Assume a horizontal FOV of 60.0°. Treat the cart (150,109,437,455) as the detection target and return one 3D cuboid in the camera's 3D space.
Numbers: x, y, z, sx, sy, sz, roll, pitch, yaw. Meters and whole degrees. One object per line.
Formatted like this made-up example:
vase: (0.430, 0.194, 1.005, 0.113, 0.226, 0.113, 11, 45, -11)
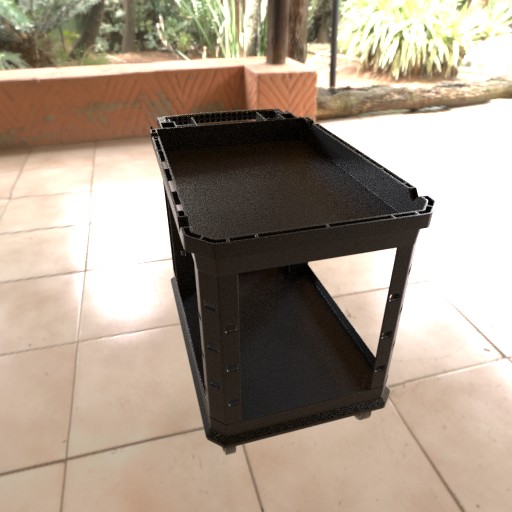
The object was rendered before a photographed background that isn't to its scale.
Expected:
cart: (0.000, 0.000, 1.780, 0.674, 0.884, 1.239, -9, 33, -14)
